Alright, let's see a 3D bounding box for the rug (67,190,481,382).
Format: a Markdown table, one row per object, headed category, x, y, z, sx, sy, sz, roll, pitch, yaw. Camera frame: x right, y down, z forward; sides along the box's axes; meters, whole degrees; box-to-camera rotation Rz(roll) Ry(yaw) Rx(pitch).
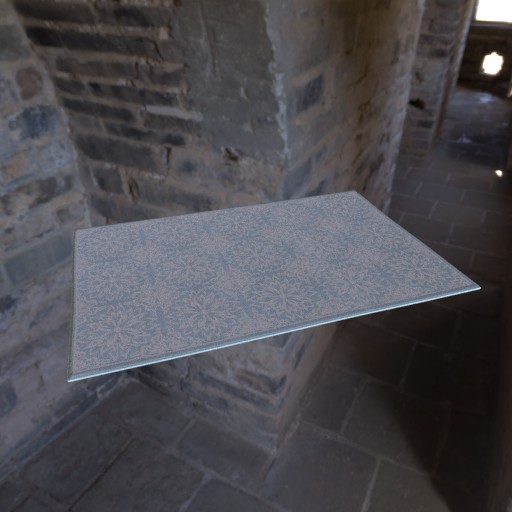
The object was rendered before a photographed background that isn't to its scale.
| category | x | y | z | sx | sy | sz | roll | pitch | yaw |
| --- | --- | --- | --- | --- | --- | --- | --- | --- | --- |
| rug | 0.000 | 0.000 | 3.492 | 2.746 | 0.018 | 1.819 | -10 | 33 | -15 |
